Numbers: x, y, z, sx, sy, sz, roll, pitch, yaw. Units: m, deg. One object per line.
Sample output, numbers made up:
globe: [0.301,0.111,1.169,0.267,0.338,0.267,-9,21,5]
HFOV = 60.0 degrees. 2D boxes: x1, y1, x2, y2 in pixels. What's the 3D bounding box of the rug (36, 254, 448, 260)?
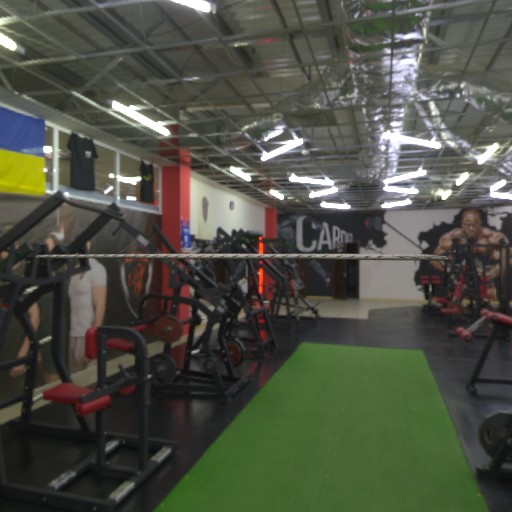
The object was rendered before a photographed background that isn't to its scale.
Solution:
rug: [0.000,0.000,2.438,1.842,0.019,1.237,0,1,18]
